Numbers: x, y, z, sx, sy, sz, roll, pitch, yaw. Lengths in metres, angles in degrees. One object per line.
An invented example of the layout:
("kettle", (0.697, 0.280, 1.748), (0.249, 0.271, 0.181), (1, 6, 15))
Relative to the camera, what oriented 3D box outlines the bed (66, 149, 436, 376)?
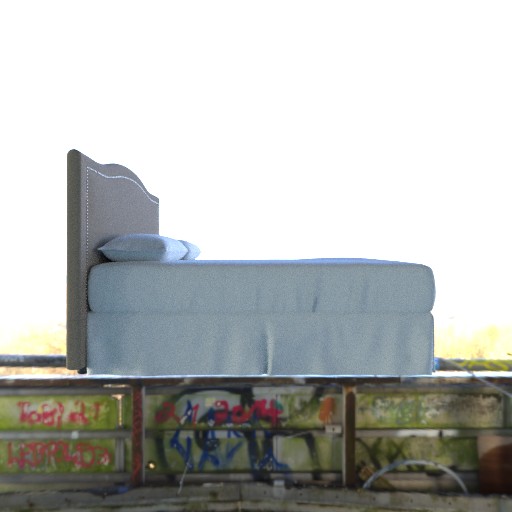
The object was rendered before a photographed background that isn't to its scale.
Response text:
("bed", (0.000, 0.000, 3.565), (2.182, 1.421, 2.083), (0, 0, 0))
